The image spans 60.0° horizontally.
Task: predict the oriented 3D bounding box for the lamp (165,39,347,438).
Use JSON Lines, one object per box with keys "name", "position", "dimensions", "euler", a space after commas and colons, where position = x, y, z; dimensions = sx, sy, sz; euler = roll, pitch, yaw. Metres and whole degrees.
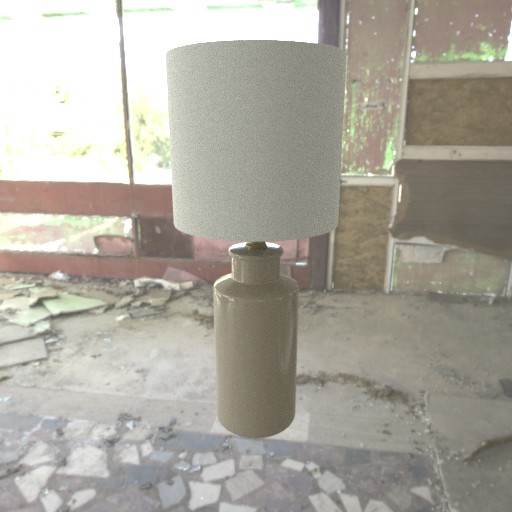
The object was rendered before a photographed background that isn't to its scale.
{"name": "lamp", "position": [0.000, 0.000, 0.594], "dimensions": [0.212, 0.493, 0.212], "euler": [15, 22, 43]}
